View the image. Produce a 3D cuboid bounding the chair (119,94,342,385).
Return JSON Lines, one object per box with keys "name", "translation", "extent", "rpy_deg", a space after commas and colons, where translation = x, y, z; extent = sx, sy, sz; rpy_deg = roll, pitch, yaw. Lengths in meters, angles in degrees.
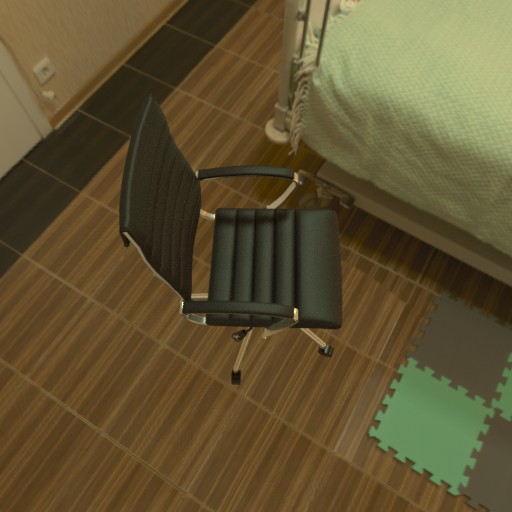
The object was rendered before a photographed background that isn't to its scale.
{"name": "chair", "translation": [0.000, 0.000, 1.658], "extent": [0.739, 1.149, 0.766], "rpy_deg": [2, 65, 1]}
